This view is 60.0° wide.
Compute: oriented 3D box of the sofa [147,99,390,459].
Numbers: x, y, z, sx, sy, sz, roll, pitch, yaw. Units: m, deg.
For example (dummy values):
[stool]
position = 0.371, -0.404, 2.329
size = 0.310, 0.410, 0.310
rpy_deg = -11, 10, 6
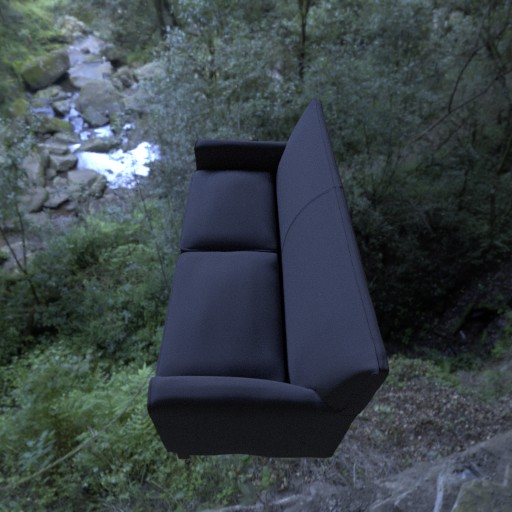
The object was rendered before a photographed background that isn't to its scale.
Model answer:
[sofa]
position = 0.000, 0.000, 2.411
size = 0.843, 0.907, 2.002
rpy_deg = 0, 43, 0
